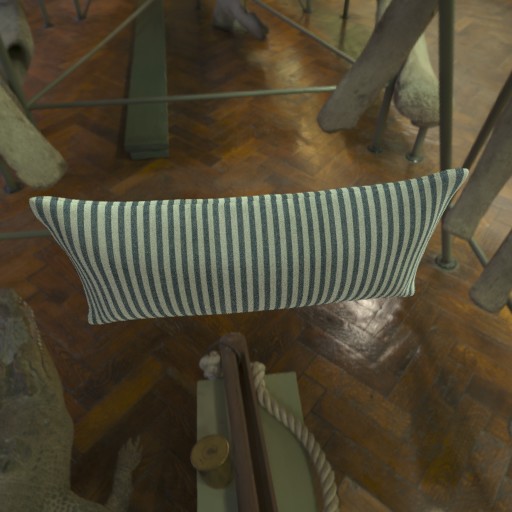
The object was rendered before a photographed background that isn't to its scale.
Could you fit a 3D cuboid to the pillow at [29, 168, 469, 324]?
[{"bbox_3d":[0.000,0.000,0.721,0.617,0.295,0.151,-4,47,-4],"label":"pillow"}]
